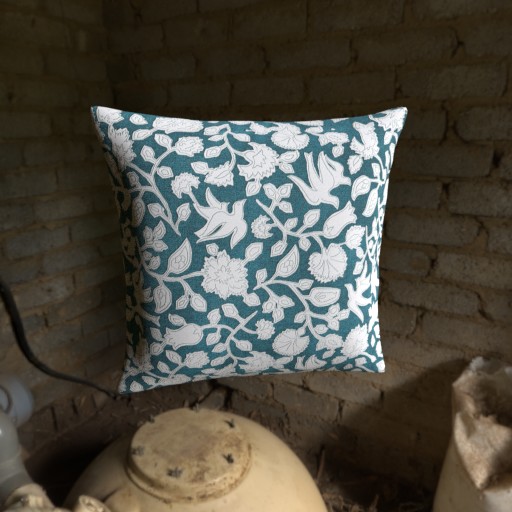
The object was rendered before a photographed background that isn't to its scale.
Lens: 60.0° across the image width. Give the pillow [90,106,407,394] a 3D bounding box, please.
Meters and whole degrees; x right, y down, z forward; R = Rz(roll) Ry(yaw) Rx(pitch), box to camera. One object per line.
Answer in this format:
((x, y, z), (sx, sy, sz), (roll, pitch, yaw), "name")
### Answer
((0.000, 0.000, 0.793), (0.525, 0.508, 0.166), (-2, 17, -8), "pillow")
